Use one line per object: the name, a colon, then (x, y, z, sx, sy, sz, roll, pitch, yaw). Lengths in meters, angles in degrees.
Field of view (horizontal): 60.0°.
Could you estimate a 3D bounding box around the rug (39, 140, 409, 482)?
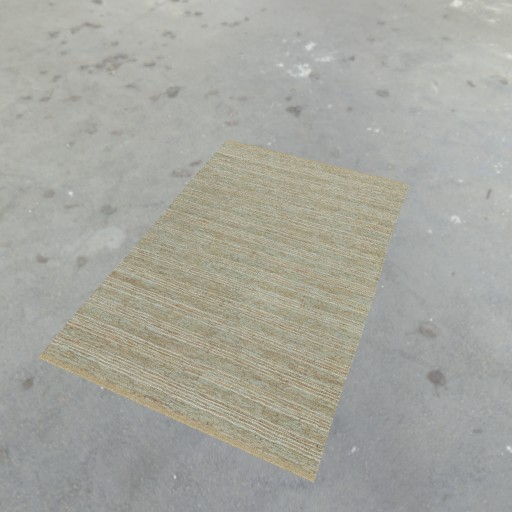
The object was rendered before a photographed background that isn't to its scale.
rug: (0.000, 0.000, 2.291, 1.240, 0.010, 1.824, 18, 50, 16)
